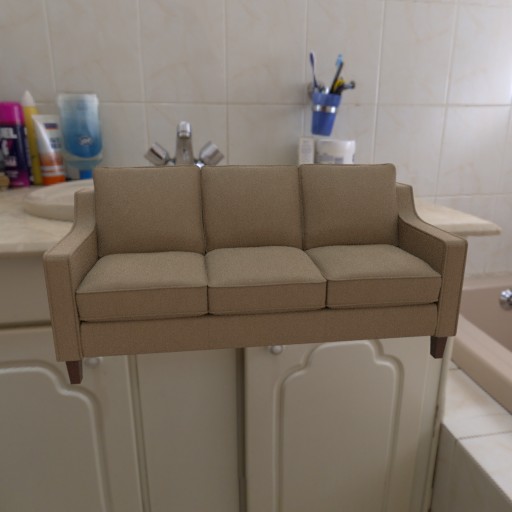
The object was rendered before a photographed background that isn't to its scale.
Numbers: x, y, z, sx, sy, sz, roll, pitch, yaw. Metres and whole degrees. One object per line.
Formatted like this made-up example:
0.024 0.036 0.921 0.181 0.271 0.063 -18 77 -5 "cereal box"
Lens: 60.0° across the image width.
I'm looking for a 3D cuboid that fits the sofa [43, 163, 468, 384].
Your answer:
0.000 0.000 2.494 1.986 0.974 0.911 -2 17 -7 "sofa"
